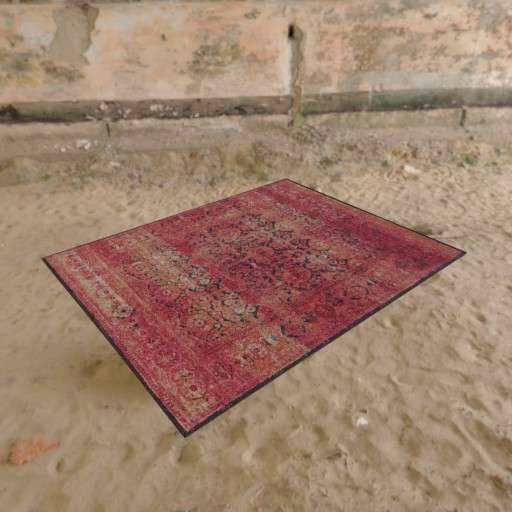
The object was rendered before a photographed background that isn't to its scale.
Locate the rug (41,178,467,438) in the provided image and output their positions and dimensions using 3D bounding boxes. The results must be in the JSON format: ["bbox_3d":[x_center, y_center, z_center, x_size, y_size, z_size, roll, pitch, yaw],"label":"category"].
[{"bbox_3d":[0.000,0.000,4.016,3.032,0.020,2.411,-24,38,-33],"label":"rug"}]
